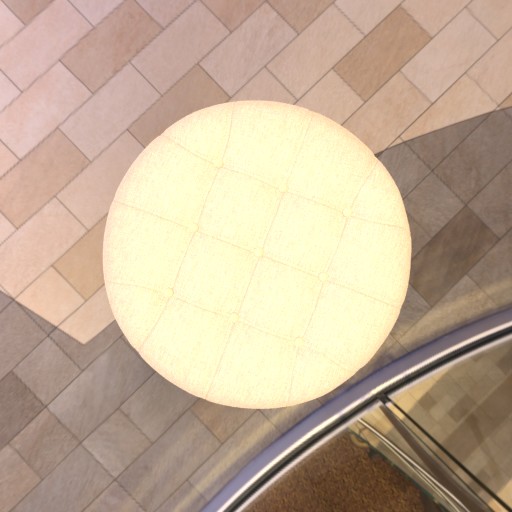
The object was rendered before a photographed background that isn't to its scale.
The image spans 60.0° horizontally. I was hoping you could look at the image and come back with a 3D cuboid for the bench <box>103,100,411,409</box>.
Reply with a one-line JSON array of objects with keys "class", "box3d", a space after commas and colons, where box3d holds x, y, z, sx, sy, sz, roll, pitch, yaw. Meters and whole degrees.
[{"class": "bench", "box3d": [0.000, 0.000, 1.023, 0.600, 0.454, 0.600, 0, 88, -1]}]
